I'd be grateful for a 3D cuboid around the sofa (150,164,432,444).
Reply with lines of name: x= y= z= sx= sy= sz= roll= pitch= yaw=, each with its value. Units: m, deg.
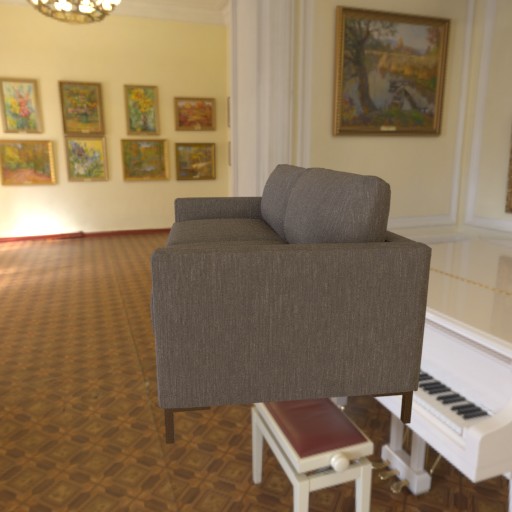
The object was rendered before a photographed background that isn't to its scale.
sofa: x=0.000 y=0.000 z=2.136 sx=0.875 sy=0.840 sz=1.682 roll=-2 pitch=13 yaw=-8
